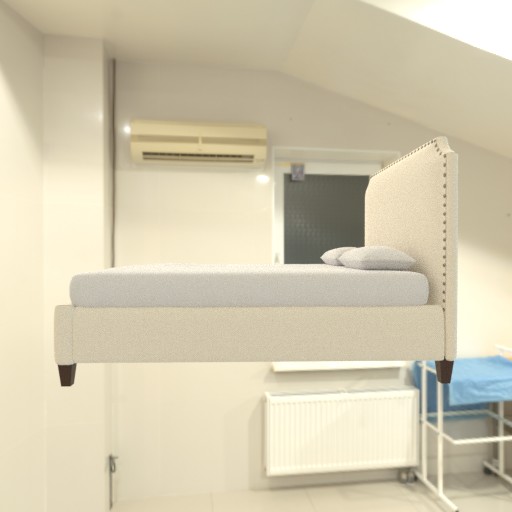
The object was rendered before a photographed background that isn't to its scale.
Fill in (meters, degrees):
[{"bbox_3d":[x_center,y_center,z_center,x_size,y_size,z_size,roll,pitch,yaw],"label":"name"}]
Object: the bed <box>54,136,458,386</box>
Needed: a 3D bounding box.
[{"bbox_3d":[0.000,0.000,3.399,2.372,1.497,1.712,0,1,-2],"label":"bed"}]
